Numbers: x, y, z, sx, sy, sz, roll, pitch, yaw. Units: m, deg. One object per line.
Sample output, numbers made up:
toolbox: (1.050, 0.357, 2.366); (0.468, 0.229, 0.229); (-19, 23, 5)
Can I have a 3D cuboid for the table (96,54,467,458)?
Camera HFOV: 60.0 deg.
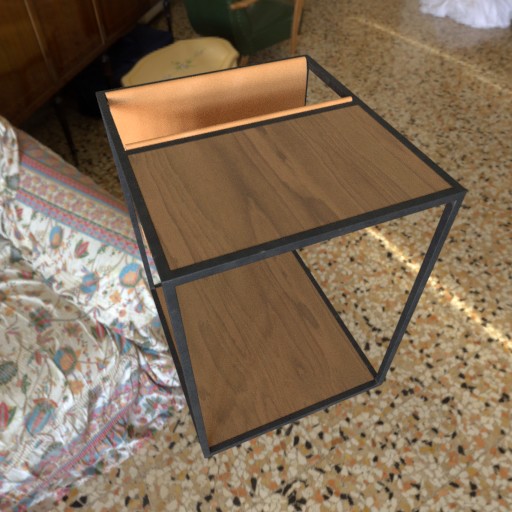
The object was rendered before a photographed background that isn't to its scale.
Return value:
table: (0.000, 0.000, 0.848); (0.399, 0.536, 0.450); (-17, 49, -15)
